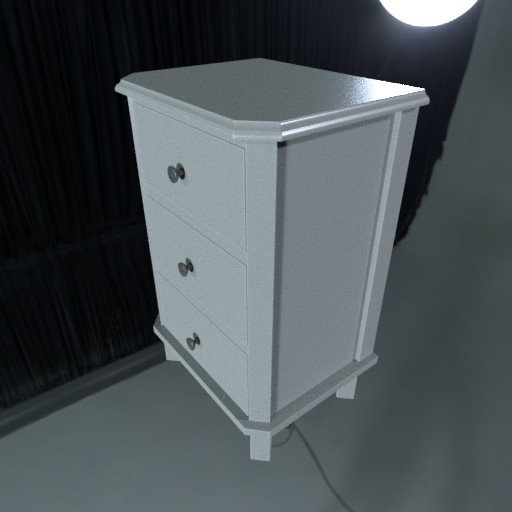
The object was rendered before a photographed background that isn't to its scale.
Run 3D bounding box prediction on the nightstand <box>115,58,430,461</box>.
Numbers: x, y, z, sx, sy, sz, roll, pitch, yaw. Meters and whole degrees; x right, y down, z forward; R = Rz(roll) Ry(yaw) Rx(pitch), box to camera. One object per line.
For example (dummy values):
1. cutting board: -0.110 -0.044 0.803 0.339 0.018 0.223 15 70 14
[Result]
1. nightstand: 0.000 0.000 0.917 0.348 0.680 0.435 -23 38 -32
